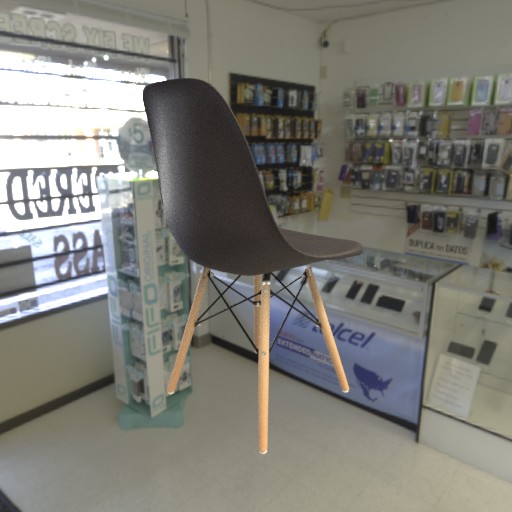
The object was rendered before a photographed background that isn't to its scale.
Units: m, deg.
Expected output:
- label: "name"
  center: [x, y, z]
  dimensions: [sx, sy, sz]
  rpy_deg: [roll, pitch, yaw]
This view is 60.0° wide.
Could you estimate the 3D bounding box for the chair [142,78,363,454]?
- label: "chair"
  center: [0.000, 0.000, 1.174]
  dimensions: [0.470, 0.825, 0.533]
  rpy_deg: [14, 20, 42]
